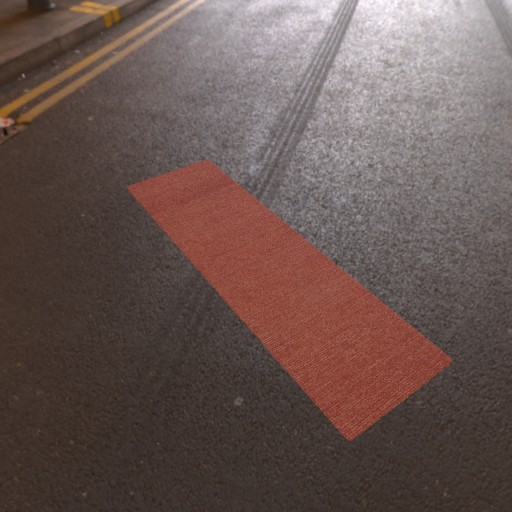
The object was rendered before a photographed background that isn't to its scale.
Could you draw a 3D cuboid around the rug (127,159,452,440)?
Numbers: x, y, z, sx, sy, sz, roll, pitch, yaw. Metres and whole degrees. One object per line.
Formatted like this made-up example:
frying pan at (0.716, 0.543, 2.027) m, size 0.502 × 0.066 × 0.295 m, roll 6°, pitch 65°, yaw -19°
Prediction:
rug at (0.000, 0.000, 2.671) m, size 0.687 × 0.012 × 2.307 m, roll -25°, pitch 48°, yaw -25°
